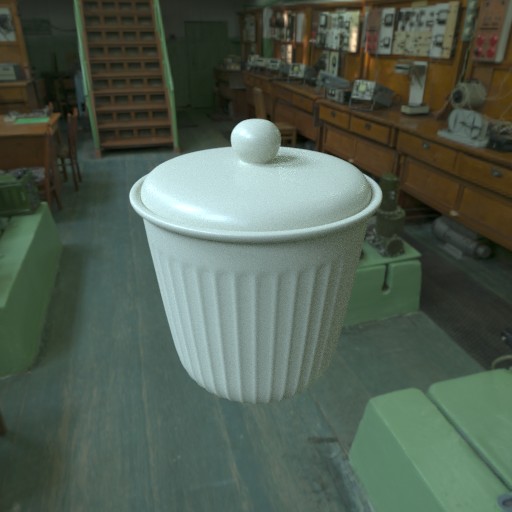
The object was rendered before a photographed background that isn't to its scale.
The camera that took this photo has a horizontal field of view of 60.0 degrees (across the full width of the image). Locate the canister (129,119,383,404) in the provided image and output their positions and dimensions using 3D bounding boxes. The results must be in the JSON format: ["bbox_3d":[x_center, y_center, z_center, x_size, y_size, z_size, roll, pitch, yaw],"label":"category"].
[{"bbox_3d":[0.000,0.000,0.353,0.181,0.211,0.181,0,27,0],"label":"canister"}]
